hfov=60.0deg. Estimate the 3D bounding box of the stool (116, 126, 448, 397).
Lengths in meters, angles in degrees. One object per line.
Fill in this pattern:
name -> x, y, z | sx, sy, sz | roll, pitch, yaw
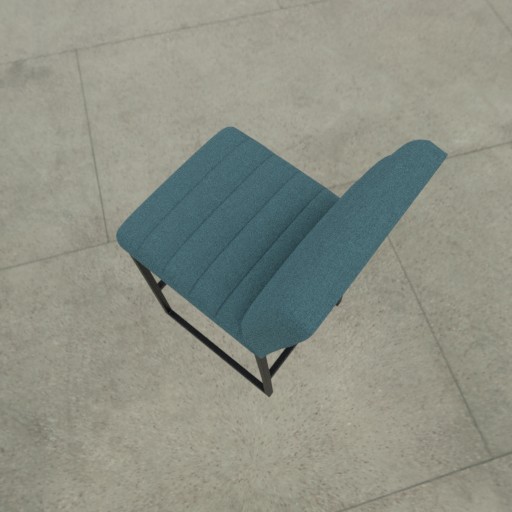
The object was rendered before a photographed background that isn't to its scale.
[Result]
stool -> 0.000, 0.000, 1.223 | 0.560, 0.940, 0.460 | 36, 70, 15
